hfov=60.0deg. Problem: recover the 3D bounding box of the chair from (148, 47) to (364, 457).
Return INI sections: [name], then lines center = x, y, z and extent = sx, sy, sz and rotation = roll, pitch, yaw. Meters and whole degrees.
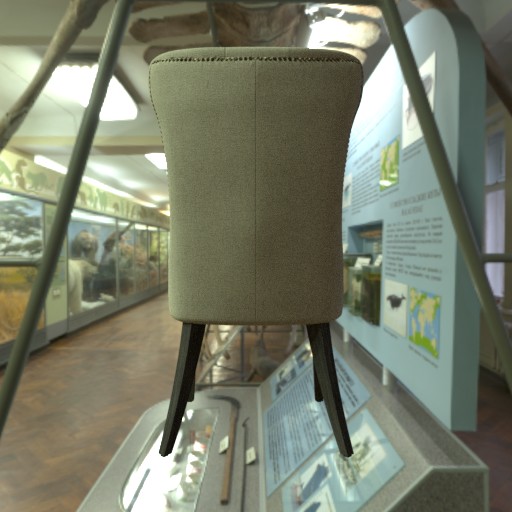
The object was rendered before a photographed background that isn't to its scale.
[chair]
center = 0.000, 0.000, 1.363
extent = 0.584, 1.065, 0.590
rotation = 0, 1, 0
